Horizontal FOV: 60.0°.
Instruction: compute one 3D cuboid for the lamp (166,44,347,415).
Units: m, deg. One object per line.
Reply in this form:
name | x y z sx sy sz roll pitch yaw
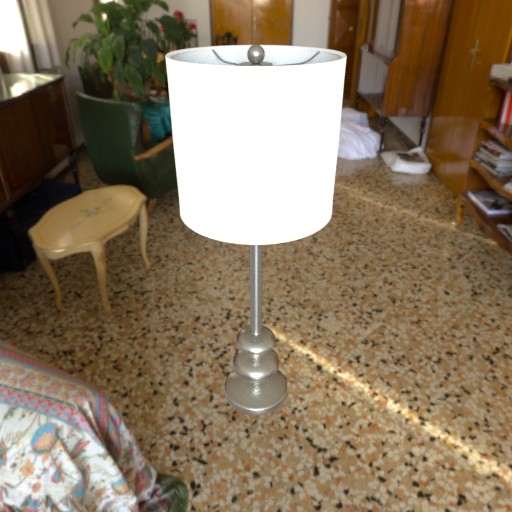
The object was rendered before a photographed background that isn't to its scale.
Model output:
lamp | 0.000 0.000 0.798 0.254 0.690 0.254 -20 36 -30
